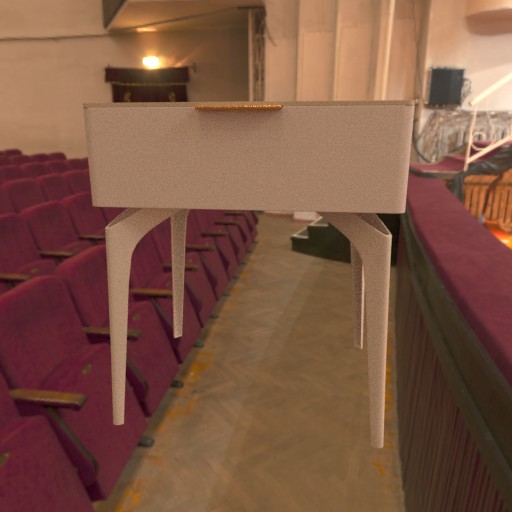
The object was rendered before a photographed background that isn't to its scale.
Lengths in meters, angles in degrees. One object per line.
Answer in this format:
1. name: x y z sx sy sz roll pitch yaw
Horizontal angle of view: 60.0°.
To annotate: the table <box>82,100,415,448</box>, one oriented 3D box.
1. table: 0.000 0.000 0.899 0.500 0.570 0.400 2 16 7
